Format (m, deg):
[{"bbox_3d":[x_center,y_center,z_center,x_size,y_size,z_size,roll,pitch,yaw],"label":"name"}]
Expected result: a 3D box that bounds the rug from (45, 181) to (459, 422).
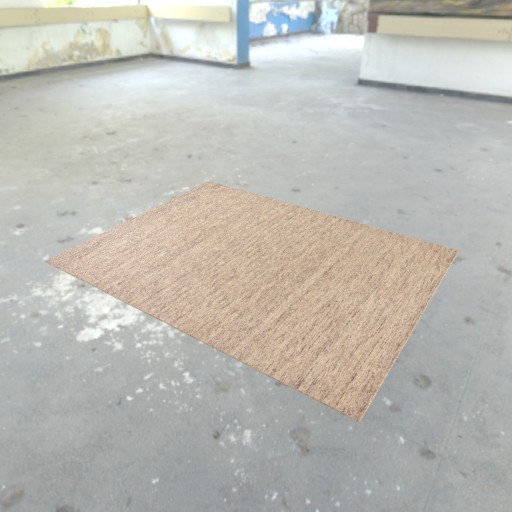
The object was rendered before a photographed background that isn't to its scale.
[{"bbox_3d":[0.000,0.000,4.309,3.205,0.013,2.448,20,37,29],"label":"rug"}]
